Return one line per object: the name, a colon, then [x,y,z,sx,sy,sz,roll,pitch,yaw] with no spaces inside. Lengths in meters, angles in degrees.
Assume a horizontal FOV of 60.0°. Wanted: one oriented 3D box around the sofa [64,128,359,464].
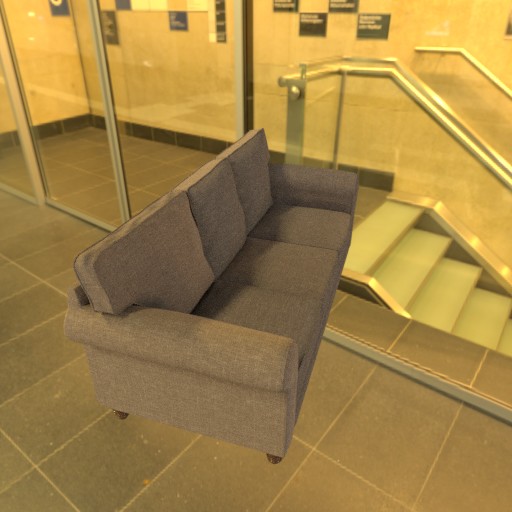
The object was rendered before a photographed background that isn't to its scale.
sofa: [0.000,0.000,2.519,0.916,0.961,2.084,9,31,16]
